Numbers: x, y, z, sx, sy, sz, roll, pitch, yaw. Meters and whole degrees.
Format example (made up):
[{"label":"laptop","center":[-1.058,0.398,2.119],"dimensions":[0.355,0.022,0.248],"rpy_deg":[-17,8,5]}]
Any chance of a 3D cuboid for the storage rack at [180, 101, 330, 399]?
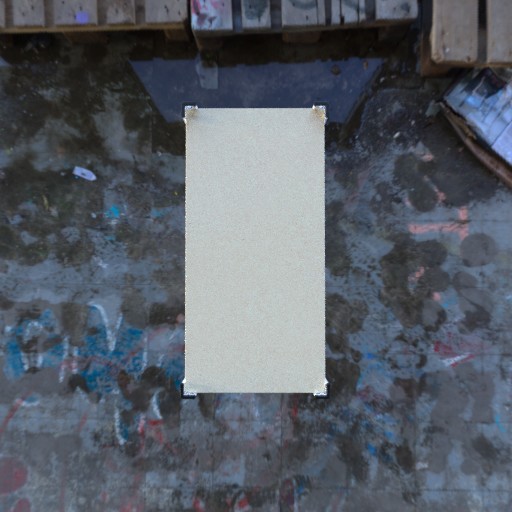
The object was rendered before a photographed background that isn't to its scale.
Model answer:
[{"label":"storage rack","center":[0.000,0.000,2.271],"dimensions":[0.457,1.829,0.914],"rpy_deg":[0,89,0]}]
